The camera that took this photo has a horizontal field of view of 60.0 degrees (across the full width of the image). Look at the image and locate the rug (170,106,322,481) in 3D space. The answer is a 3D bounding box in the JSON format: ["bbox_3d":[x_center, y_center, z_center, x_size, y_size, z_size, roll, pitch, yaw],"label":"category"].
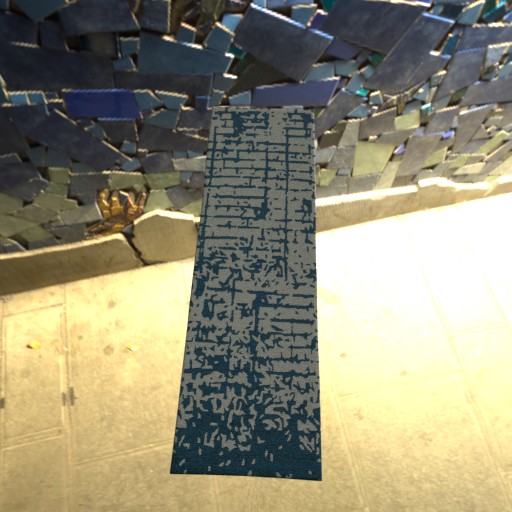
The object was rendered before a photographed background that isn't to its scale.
[{"bbox_3d":[0.000,0.000,2.720,0.750,0.011,2.435,2,63,1],"label":"rug"}]
